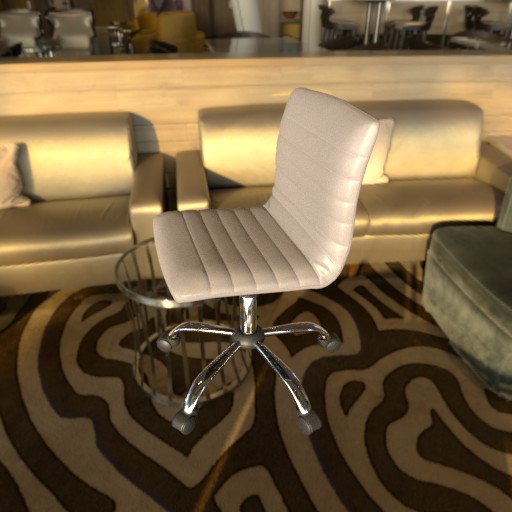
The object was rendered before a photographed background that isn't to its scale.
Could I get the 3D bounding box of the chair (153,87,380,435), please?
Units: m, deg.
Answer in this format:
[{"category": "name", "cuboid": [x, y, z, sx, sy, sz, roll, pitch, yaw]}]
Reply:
[{"category": "chair", "cuboid": [0.000, 0.000, 1.125, 0.542, 0.750, 0.569, -9, 31, -15]}]
